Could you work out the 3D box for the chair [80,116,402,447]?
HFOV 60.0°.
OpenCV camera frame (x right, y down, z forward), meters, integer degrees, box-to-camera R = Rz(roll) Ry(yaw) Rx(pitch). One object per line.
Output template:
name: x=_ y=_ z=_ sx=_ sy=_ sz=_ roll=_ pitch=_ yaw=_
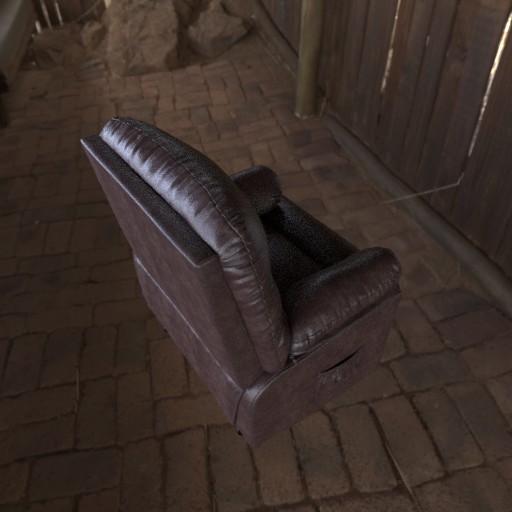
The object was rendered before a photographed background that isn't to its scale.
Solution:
chair: x=0.000 y=0.000 z=1.697 sx=0.879 sy=1.041 sz=0.940 roll=-25 pitch=46 yaw=-26
